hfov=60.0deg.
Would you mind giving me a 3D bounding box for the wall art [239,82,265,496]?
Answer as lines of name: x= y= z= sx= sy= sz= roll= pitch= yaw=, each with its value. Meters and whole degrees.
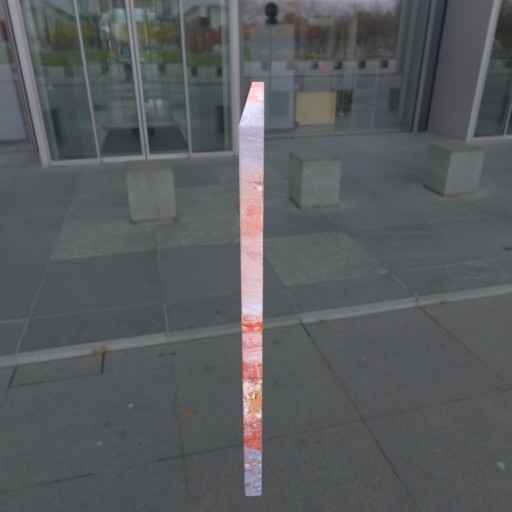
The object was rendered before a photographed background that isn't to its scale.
wall art: x=0.000 y=0.000 z=1.092 sx=0.035 sy=0.747 sz=0.747 roll=0 pitch=26 yaw=1
